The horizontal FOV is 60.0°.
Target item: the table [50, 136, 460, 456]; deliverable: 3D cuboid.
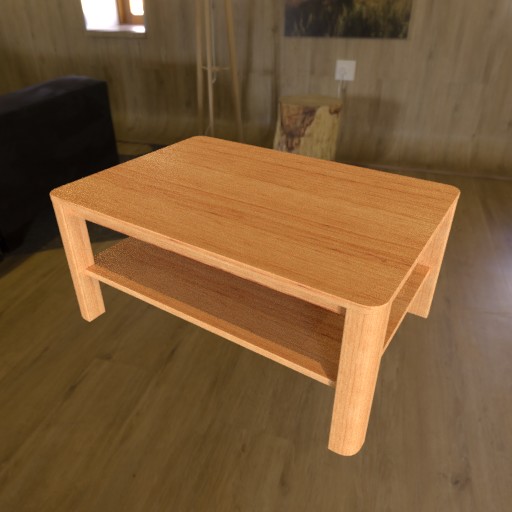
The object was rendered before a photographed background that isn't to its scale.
[{"bbox_3d":[0.000,0.000,1.398,0.997,0.445,0.696,19,36,28],"label":"table"}]
